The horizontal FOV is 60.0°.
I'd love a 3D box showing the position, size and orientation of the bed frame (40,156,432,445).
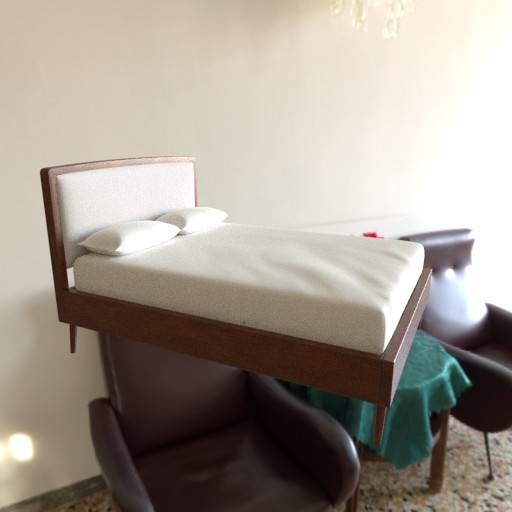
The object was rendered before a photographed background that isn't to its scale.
[{"bbox_3d":[0.000,0.000,3.082,2.171,1.279,1.587,8,17,26],"label":"bed frame"}]
